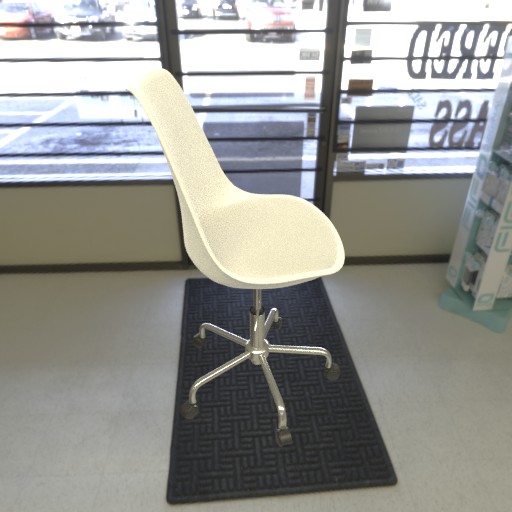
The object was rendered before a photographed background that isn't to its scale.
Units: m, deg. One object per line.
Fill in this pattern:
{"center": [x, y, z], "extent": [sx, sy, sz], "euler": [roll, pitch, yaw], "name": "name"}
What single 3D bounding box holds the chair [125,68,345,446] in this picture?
{"center": [0.000, 0.000, 1.226], "extent": [0.550, 0.930, 0.550], "euler": [0, 31, 0], "name": "chair"}
